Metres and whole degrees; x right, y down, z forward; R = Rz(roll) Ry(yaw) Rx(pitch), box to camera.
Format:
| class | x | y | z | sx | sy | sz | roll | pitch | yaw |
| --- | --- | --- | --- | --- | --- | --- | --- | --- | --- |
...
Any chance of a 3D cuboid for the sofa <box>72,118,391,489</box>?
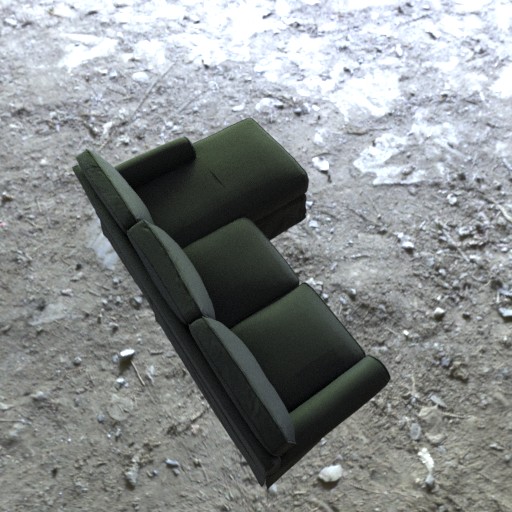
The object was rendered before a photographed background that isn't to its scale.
| class | x | y | z | sx | sy | sz | roll | pitch | yaw |
| --- | --- | --- | --- | --- | --- | --- | --- | --- | --- |
| sofa | 0.000 | 0.000 | 3.243 | 1.637 | 1.039 | 2.518 | -31 | 63 | -18 |
